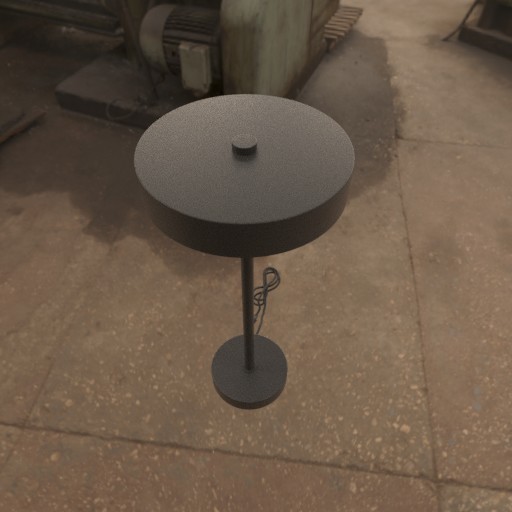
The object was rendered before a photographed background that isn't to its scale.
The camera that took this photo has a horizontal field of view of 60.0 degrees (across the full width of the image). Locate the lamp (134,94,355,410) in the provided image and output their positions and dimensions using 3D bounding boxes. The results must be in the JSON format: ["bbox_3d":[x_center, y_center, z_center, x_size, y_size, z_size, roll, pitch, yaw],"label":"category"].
[{"bbox_3d":[0.000,0.000,0.692,0.229,0.508,0.369,7,48,7],"label":"lamp"}]
